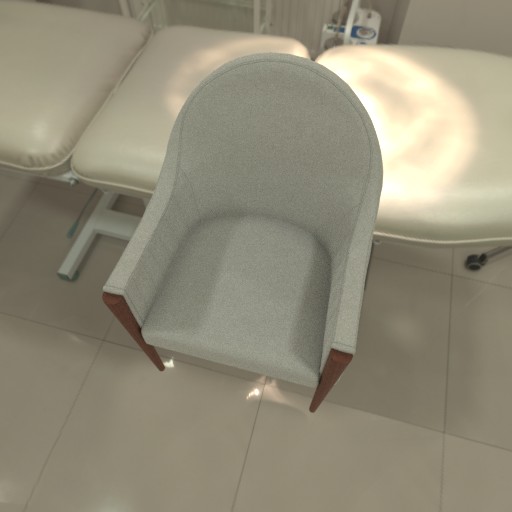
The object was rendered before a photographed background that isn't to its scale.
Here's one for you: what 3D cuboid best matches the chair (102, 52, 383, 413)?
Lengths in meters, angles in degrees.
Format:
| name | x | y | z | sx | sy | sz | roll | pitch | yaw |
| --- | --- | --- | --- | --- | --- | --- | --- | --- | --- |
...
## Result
| name | x | y | z | sx | sy | sz | roll | pitch | yaw |
| --- | --- | --- | --- | --- | --- | --- | --- | --- | --- |
| chair | 0.000 | 0.000 | 1.277 | 0.610 | 0.889 | 0.620 | 13 | 60 | 8 |
